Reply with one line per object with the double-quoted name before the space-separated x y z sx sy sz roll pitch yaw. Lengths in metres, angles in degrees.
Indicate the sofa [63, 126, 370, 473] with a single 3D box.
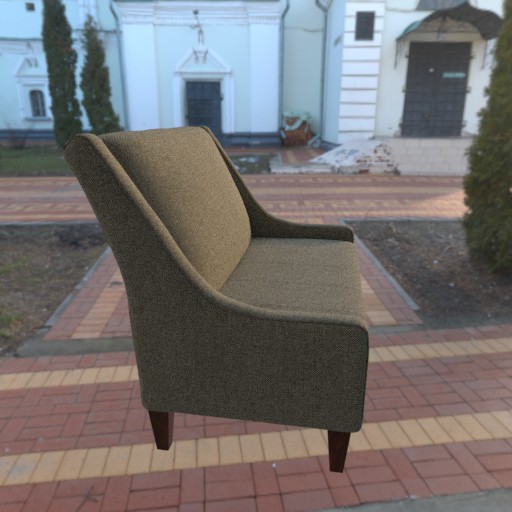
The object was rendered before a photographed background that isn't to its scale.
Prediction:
"sofa" 0.000 0.000 1.840 0.870 1.021 1.242 3 18 9
